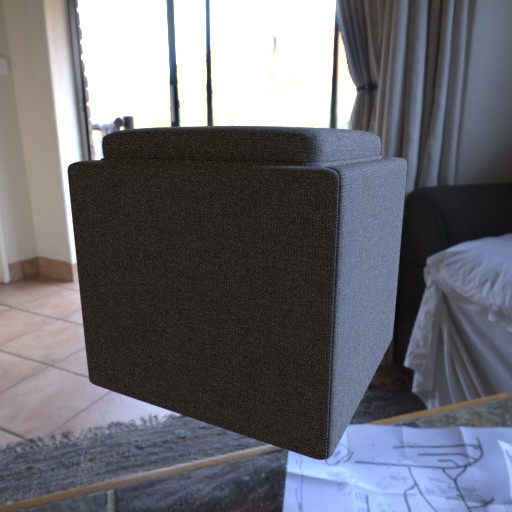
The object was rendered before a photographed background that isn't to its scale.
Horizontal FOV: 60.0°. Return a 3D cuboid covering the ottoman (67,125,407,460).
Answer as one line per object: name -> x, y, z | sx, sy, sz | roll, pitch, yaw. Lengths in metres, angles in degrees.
ottoman -> 0.000, 0.000, 0.825 | 0.450, 0.460, 0.450 | 7, 16, 26
